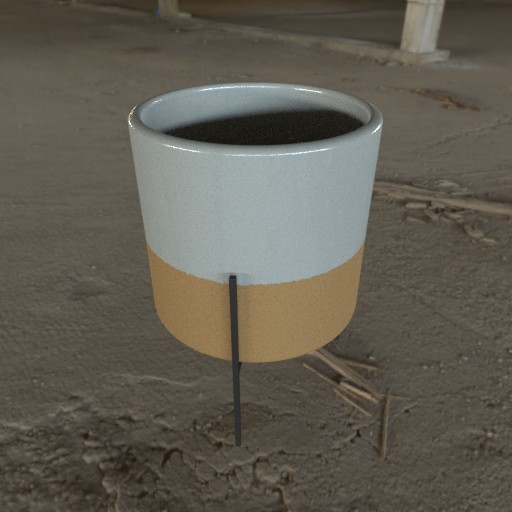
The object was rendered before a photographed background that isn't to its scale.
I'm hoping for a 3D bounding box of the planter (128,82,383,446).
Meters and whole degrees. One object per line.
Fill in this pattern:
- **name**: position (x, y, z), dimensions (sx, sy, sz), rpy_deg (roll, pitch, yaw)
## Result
- **planter**: position (0.000, 0.000, 0.654), dimensions (0.310, 0.432, 0.310), rpy_deg (-22, 39, -30)
